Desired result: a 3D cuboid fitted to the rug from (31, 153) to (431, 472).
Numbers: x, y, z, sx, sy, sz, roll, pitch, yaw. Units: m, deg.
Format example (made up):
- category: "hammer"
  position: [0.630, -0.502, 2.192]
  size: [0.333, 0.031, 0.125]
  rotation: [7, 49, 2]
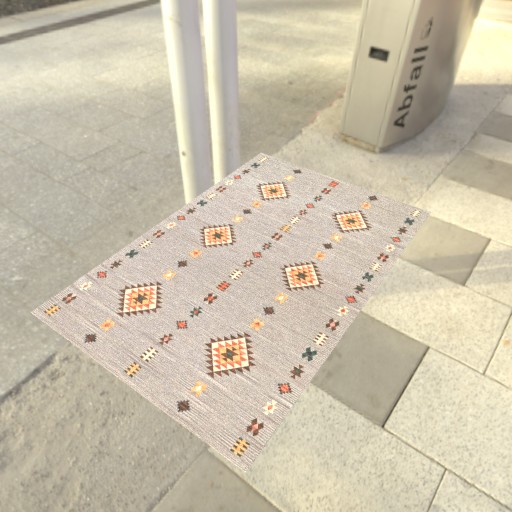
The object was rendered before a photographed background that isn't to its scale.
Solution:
- category: "rug"
  position: [0.000, 0.000, 2.303]
  size: [1.217, 0.005, 1.818]
  rotation: [25, 47, 26]
